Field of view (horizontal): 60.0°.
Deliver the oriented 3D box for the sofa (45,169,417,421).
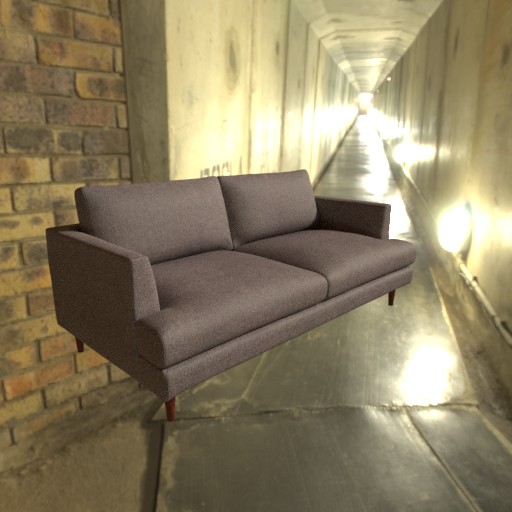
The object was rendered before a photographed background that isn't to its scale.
[{"bbox_3d":[0.000,0.000,2.537,1.020,0.868,1.948,15,21,43],"label":"sofa"}]
